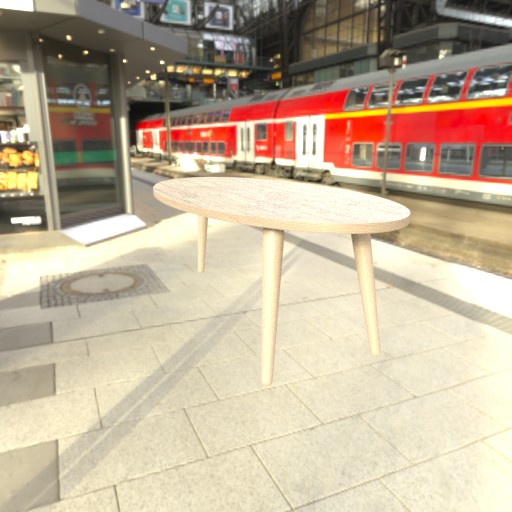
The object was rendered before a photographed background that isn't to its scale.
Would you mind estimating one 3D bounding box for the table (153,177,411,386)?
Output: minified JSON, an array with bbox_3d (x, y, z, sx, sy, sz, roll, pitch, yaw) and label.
[{"bbox_3d":[0.000,0.000,1.345,0.542,0.390,1.083,-7,17,-25],"label":"table"}]
